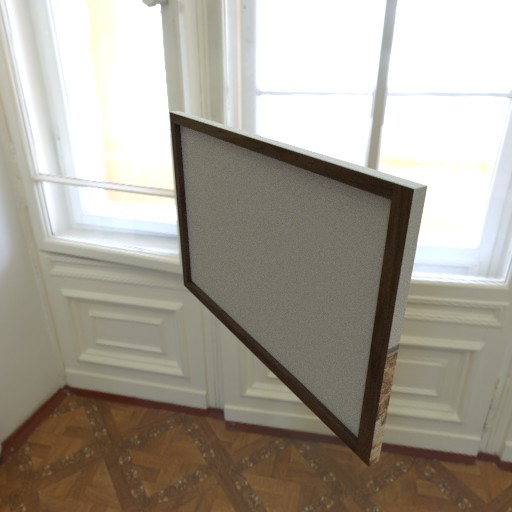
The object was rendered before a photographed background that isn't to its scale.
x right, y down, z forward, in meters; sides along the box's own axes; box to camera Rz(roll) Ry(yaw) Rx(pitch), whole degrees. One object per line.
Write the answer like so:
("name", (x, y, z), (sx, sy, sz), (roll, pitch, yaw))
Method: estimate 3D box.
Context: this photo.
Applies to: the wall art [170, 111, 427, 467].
("wall art", (0.000, 0.000, 1.912), (0.051, 1.016, 1.520), (-16, 31, -30))
